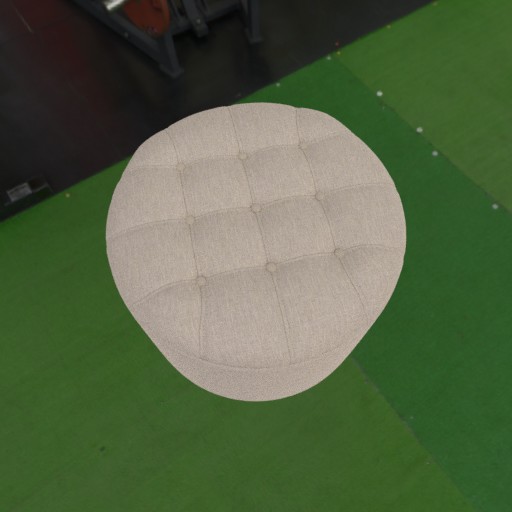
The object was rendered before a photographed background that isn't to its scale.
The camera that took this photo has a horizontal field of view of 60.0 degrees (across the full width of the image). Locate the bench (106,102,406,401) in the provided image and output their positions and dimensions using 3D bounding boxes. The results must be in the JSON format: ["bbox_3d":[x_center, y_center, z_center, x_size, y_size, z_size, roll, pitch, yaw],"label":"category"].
[{"bbox_3d":[0.000,0.000,1.036,0.600,0.454,0.600,0,64,0],"label":"bench"}]
